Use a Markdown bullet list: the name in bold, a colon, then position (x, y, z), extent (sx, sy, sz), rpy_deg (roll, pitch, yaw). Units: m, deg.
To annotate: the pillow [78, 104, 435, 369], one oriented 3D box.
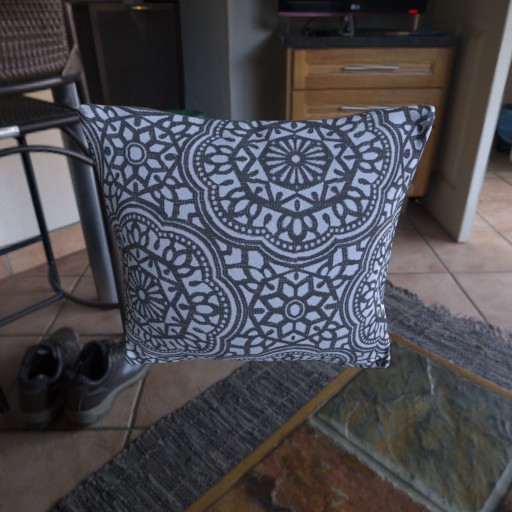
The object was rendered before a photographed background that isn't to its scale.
- **pillow**: position (0.000, 0.000, 0.632), extent (0.436, 0.417, 0.148), rpy_deg (1, 29, 1)
